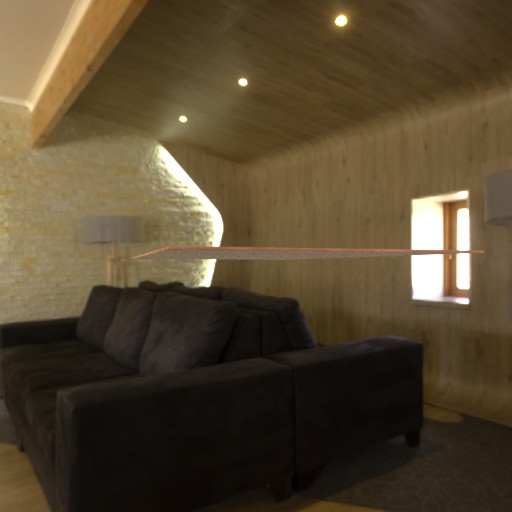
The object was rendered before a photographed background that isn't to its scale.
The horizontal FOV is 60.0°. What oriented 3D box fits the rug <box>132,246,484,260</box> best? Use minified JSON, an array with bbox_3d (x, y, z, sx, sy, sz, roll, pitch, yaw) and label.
[{"bbox_3d":[0.000,0.000,3.069,1.524,0.014,2.438,0,-1,-19],"label":"rug"}]
